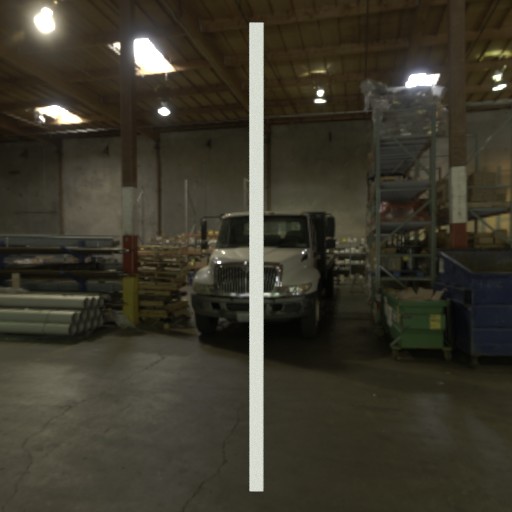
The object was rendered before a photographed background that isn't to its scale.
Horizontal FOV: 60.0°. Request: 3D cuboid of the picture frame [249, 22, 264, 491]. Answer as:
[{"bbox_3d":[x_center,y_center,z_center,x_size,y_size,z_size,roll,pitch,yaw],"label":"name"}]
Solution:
[{"bbox_3d":[0.000,0.000,0.563,0.013,0.434,0.305,0,1,0],"label":"picture frame"}]
